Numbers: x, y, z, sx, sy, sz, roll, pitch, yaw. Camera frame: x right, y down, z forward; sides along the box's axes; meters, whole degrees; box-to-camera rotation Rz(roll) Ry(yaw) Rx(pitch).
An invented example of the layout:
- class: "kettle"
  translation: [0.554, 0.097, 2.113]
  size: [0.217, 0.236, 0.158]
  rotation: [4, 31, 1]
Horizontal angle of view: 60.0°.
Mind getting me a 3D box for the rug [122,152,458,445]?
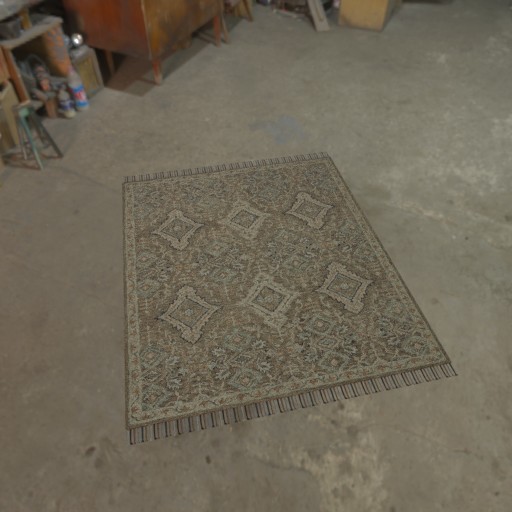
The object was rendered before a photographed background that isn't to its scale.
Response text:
- class: "rug"
  translation: [0.000, 0.000, 4.159]
  size: [2.437, 0.010, 3.056]
  rotation: [-9, 47, -8]
